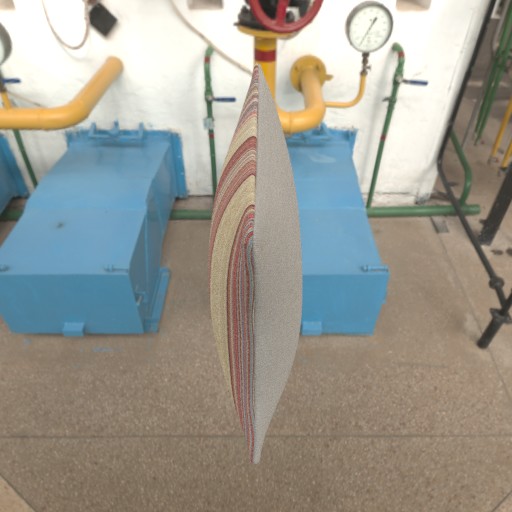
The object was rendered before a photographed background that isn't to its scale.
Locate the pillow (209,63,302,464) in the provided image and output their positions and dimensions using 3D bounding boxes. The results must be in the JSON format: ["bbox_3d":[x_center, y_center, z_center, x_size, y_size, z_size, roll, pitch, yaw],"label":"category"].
[{"bbox_3d":[0.000,0.000,0.656,0.136,0.419,0.437,1,42,1],"label":"pillow"}]
